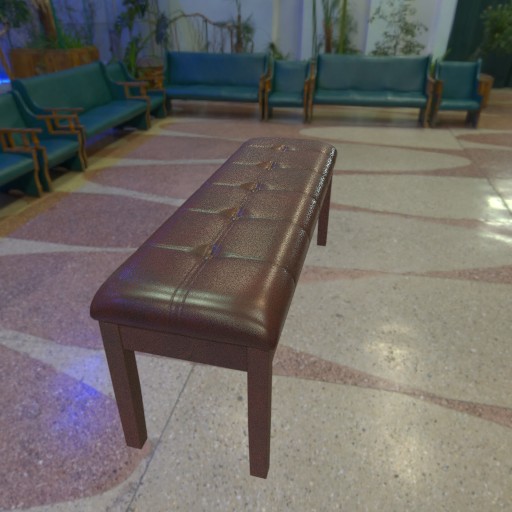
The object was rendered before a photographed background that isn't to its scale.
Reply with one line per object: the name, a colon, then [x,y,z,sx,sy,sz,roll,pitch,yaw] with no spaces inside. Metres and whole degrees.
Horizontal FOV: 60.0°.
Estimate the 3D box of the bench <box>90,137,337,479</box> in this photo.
bench: [0.000,0.000,1.484,0.401,0.491,1.259,7,31,12]
